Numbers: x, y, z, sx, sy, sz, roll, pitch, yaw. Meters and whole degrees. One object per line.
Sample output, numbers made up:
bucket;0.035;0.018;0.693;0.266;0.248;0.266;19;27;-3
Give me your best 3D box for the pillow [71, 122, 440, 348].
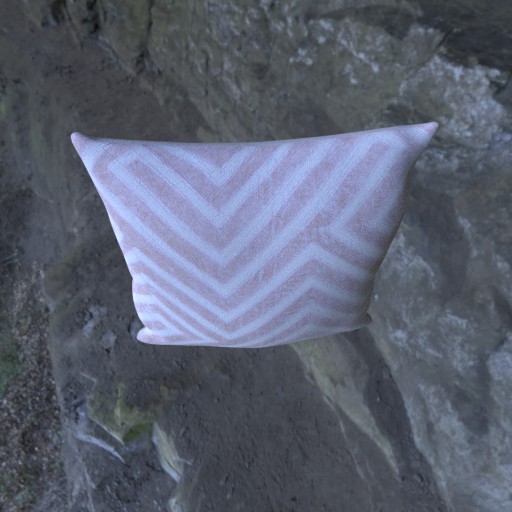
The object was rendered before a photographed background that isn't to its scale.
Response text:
pillow;0.000;0.000;0.668;0.440;0.441;0.182;-3;48;-3
